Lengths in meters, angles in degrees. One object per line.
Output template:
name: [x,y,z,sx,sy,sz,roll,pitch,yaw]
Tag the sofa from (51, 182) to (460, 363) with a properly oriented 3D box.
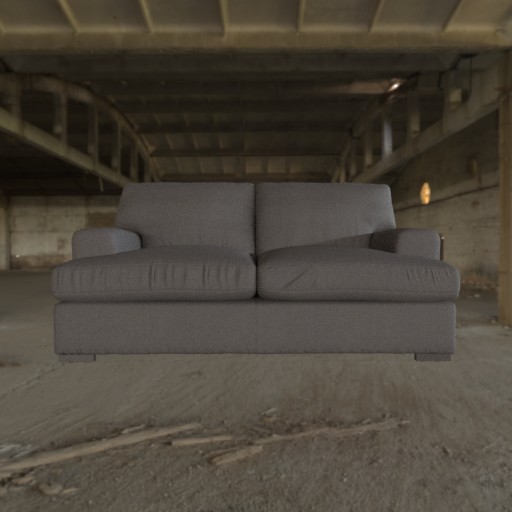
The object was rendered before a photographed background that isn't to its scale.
sofa: [0.000,0.000,2.504,1.880,0.940,1.143,0,1,-1]
